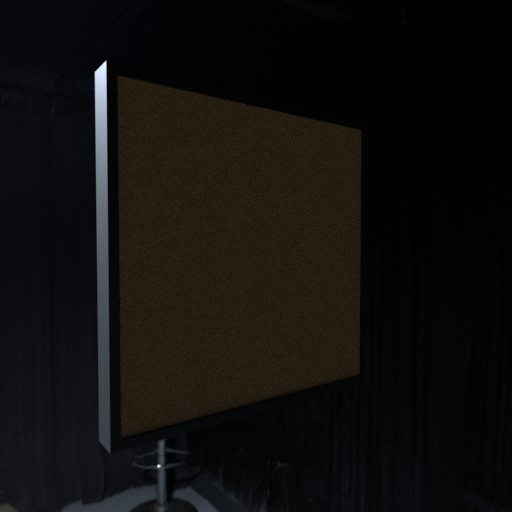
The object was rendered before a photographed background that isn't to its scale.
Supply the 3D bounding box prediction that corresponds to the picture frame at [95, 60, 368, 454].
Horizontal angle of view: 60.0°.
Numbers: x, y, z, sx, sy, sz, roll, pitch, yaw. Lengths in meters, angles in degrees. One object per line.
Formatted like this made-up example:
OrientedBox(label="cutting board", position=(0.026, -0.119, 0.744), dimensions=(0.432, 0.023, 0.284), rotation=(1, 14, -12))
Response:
OrientedBox(label="picture frame", position=(0.000, 0.000, 0.463), dimensions=(0.317, 0.317, 0.030), rotation=(-1, 2, -36))
